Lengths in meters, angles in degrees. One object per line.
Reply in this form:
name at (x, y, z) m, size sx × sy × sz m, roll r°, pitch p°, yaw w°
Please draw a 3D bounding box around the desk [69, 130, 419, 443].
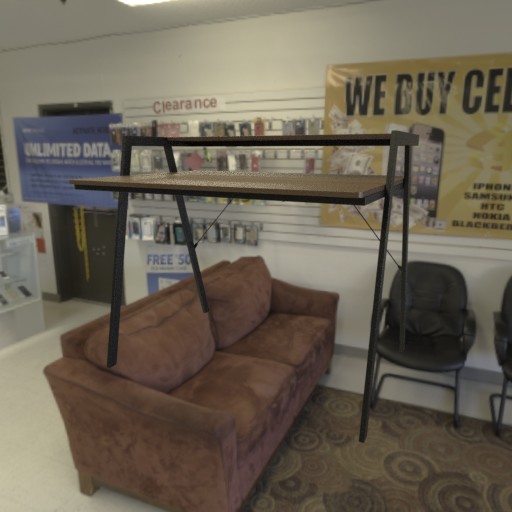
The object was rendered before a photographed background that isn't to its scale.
desk at (0.000, 0.000, 1.886) m, size 1.143 × 0.998 × 0.936 m, roll 7°, pitch 15°, yaw 26°
